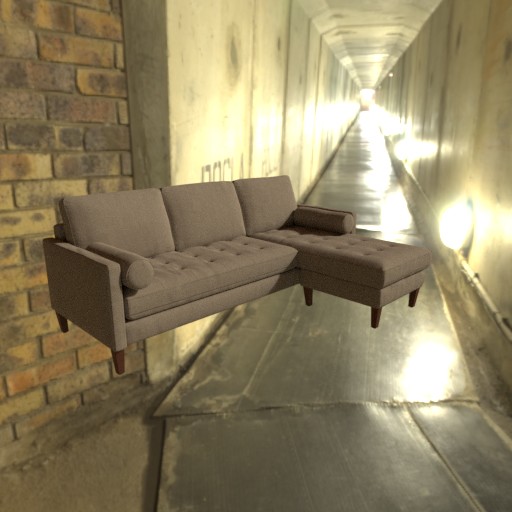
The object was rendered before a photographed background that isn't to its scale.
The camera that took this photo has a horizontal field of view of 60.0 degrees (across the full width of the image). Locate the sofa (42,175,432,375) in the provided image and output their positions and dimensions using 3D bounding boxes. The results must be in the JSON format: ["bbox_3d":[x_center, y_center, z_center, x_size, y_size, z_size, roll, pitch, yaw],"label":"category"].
[{"bbox_3d":[0.000,0.000,2.942,2.178,0.875,1.506,-15,21,-43],"label":"sofa"}]
